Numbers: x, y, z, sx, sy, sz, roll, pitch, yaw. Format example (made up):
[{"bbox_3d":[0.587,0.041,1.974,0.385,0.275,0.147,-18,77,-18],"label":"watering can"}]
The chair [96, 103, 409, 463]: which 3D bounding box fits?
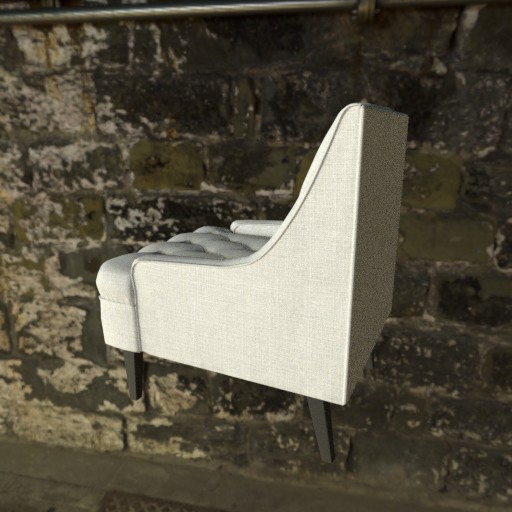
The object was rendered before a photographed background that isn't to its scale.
[{"bbox_3d":[0.000,0.000,1.406,0.772,0.891,0.658,7,17,25],"label":"chair"}]
